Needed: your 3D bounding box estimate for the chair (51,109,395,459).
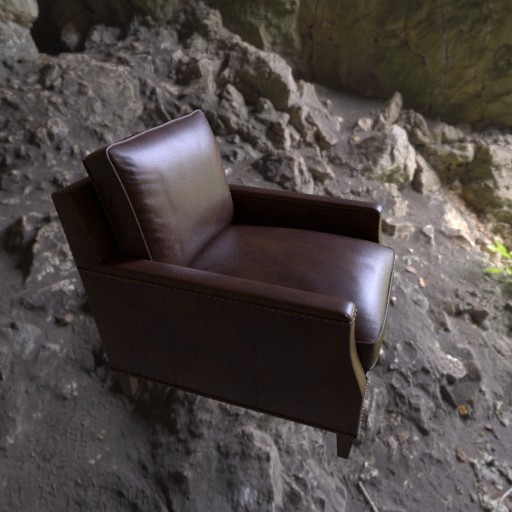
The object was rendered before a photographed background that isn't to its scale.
[{"bbox_3d":[0.000,0.000,1.681,1.014,0.929,0.853,10,30,17],"label":"chair"}]
